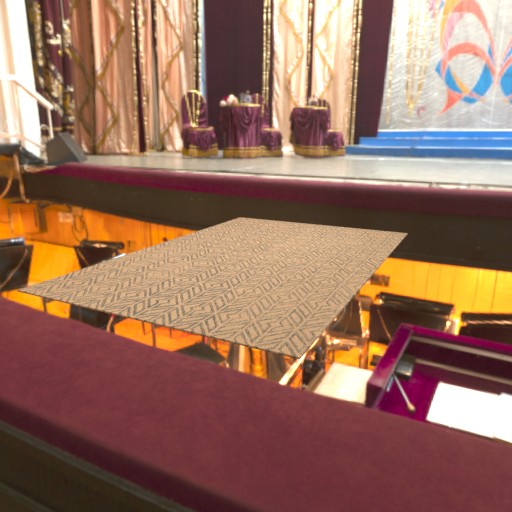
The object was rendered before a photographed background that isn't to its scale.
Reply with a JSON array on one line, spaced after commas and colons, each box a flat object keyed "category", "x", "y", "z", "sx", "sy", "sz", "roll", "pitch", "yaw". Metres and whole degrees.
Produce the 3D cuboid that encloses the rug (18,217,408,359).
[{"category": "rug", "x": 0.000, "y": 0.000, "z": 2.296, "sx": 1.220, "sy": 0.008, "sz": 1.824, "roll": 8, "pitch": 17, "yaw": 26}]
